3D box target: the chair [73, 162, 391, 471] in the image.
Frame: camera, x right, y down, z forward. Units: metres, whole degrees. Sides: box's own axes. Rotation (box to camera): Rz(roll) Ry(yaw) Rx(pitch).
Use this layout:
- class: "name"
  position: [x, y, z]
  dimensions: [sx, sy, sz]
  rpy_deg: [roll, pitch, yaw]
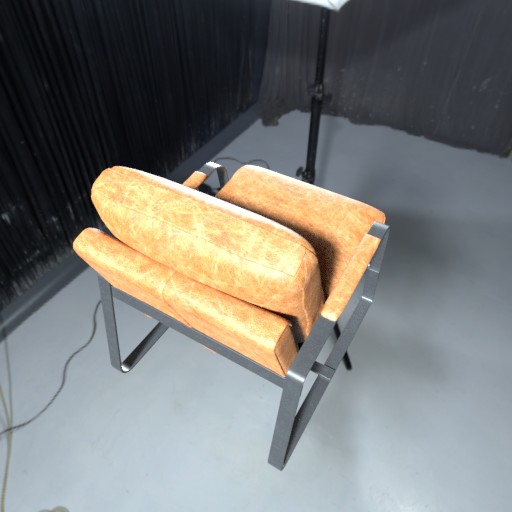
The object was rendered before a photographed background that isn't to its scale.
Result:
- class: "chair"
  position: [0.000, 0.000, 1.359]
  dimensions: [0.651, 0.777, 0.801]
  rpy_deg: [23, 50, 21]
